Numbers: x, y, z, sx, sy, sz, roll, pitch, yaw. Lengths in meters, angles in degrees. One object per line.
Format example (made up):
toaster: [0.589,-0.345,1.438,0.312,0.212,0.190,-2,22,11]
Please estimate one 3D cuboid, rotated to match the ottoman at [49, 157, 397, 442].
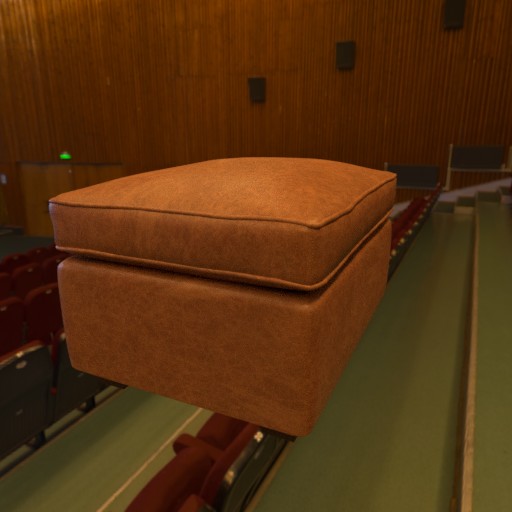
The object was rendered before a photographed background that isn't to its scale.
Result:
ottoman: [0.000,0.000,1.098,0.554,0.468,0.756,8,18,24]
